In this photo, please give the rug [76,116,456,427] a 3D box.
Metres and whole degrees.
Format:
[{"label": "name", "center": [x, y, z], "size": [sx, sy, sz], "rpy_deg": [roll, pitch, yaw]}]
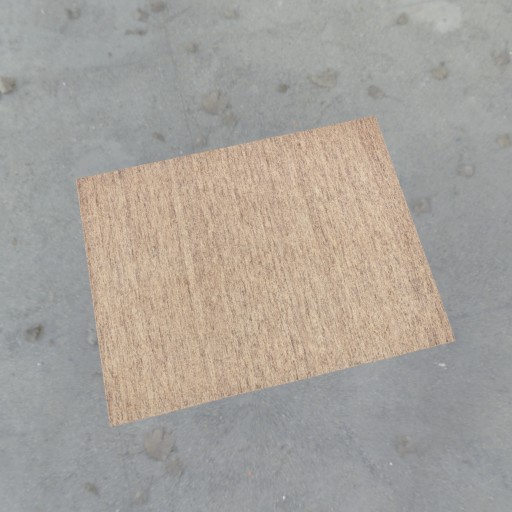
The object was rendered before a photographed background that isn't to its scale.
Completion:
[{"label": "rug", "center": [0.000, 0.000, 4.311], "size": [3.205, 0.013, 2.448], "rpy_deg": [-13, 74, -4]}]
